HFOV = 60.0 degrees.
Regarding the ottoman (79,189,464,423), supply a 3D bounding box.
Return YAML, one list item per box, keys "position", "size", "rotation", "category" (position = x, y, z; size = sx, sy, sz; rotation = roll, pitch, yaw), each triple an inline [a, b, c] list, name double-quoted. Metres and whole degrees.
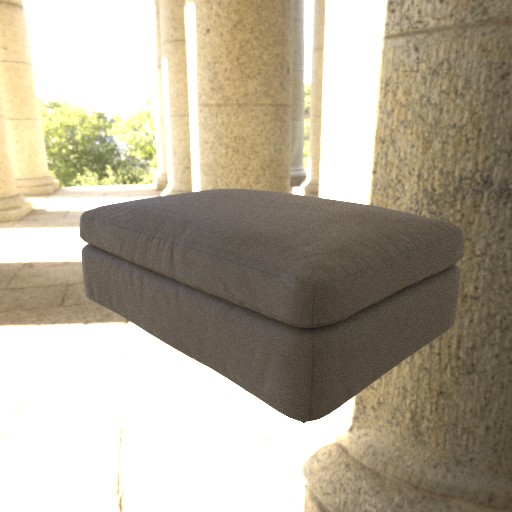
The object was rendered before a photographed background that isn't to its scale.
- position: [0.000, 0.000, 1.617]
  size: [0.840, 0.429, 1.199]
  rotation: [-15, 22, -42]
  category: "ottoman"
